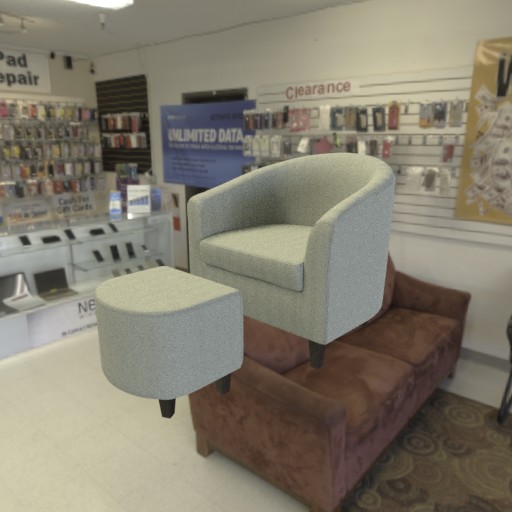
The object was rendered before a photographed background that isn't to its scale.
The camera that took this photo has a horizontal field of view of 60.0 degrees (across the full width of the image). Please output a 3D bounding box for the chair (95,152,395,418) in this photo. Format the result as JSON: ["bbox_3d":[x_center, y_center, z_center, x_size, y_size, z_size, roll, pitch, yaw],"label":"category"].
[{"bbox_3d":[0.000,0.000,1.740,0.756,0.757,1.288,14,21,41],"label":"chair"}]
